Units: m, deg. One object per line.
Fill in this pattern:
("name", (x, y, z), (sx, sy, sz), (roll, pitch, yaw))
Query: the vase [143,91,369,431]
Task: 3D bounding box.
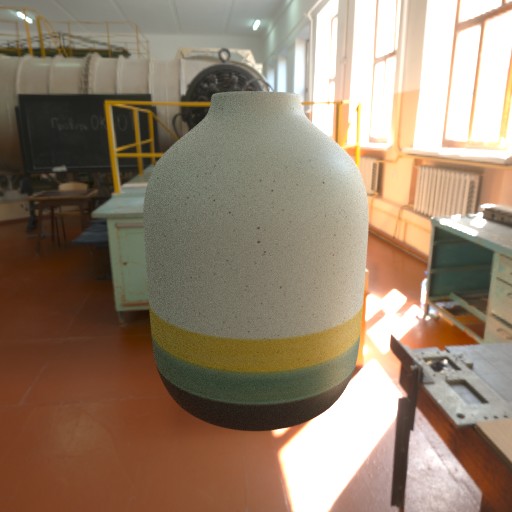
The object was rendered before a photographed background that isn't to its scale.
("vase", (0.000, 0.000, 0.351), (0.169, 0.240, 0.169), (0, 16, 0))
